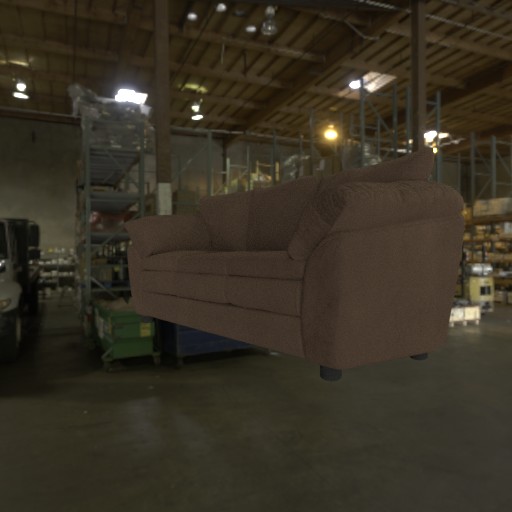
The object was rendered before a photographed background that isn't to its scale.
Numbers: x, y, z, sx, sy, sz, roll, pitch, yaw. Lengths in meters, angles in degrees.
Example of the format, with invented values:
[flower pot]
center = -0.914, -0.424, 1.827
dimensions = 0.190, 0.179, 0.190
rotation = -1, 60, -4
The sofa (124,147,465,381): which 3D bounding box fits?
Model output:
[sofa]
center = 0.000, 0.000, 2.783
dimensions = 0.878, 1.015, 2.336
rotation = 0, 0, -36
